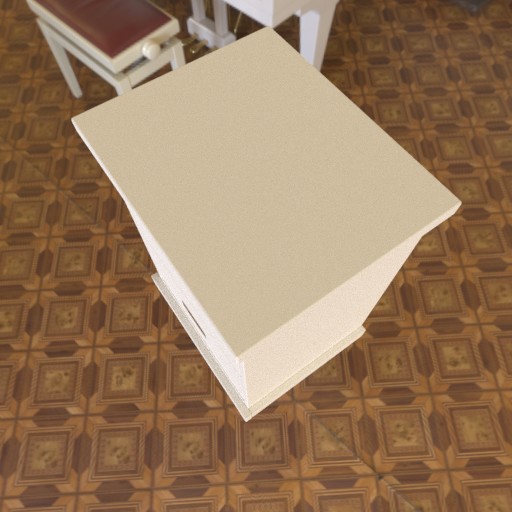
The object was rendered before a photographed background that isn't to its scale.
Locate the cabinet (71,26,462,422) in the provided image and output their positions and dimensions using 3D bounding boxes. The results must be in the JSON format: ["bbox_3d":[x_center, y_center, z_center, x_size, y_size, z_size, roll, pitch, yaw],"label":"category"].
[{"bbox_3d":[0.000,0.000,1.059,0.431,0.723,0.520,-32,68,-15],"label":"cabinet"}]
